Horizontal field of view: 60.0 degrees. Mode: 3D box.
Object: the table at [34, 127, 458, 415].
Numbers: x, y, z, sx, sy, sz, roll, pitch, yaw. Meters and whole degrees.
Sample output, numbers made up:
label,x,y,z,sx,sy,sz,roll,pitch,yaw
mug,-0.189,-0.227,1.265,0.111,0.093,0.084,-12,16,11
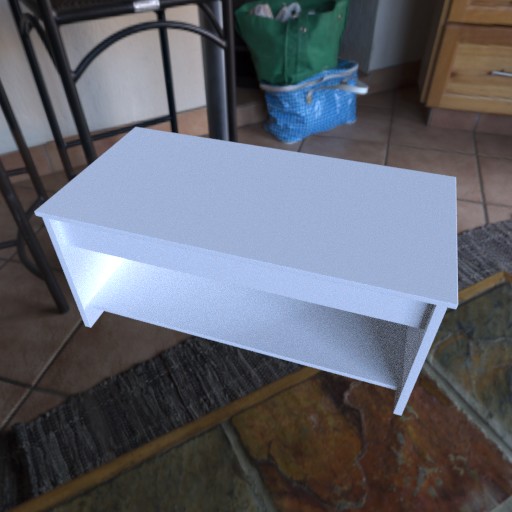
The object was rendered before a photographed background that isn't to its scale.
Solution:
label,x,y,z,sx,sy,sz,roll,pitch,yaw
table,0.000,0.000,1.311,1.000,0.441,0.500,12,43,14
